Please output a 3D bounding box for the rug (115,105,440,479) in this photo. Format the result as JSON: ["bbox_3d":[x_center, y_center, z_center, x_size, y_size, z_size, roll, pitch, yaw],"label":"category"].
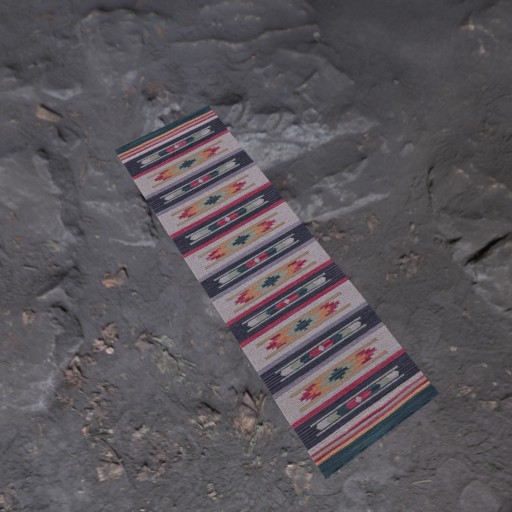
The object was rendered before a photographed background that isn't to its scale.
[{"bbox_3d":[0.000,0.000,2.720,0.760,0.009,2.440,-30,68,-14],"label":"rug"}]
